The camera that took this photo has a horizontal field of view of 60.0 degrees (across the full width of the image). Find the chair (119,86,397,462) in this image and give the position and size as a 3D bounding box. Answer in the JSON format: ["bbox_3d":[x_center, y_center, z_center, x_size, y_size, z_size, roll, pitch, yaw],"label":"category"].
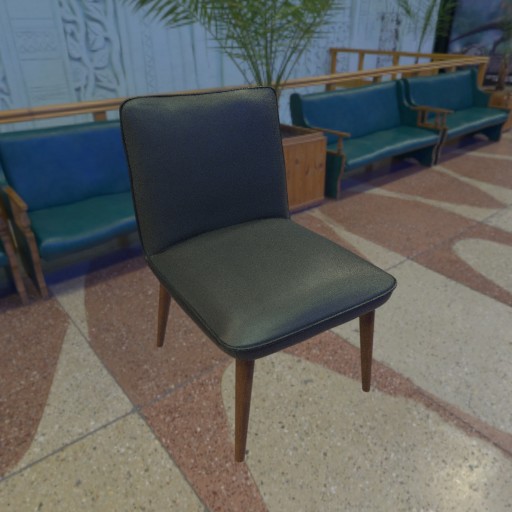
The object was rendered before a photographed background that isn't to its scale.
[{"bbox_3d":[0.000,0.000,1.225,0.543,0.801,0.645,-20,34,-32],"label":"chair"}]
